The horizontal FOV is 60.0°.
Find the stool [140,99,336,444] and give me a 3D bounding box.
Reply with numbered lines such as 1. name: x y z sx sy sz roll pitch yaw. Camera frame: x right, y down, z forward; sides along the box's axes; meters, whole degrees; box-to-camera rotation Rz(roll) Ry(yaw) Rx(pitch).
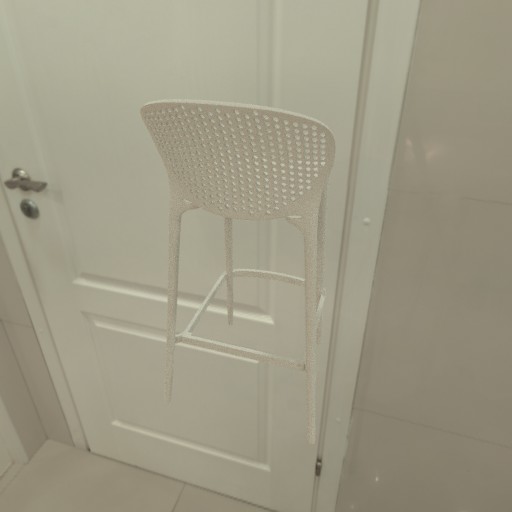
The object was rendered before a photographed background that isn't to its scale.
1. stool: 0.000 0.000 1.385 0.536 1.045 0.535 10 33 15
